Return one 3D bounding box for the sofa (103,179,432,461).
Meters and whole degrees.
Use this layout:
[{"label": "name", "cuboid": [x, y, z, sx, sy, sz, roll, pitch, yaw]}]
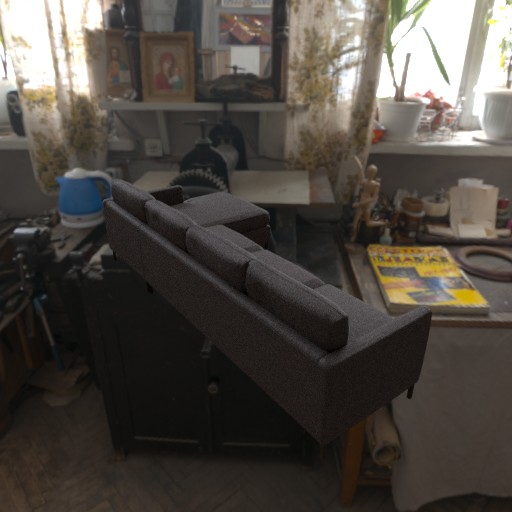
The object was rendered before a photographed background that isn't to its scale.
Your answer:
[{"label": "sofa", "cuboid": [0.000, 0.000, 3.760, 1.483, 0.892, 3.221, -18, 31, -33]}]
